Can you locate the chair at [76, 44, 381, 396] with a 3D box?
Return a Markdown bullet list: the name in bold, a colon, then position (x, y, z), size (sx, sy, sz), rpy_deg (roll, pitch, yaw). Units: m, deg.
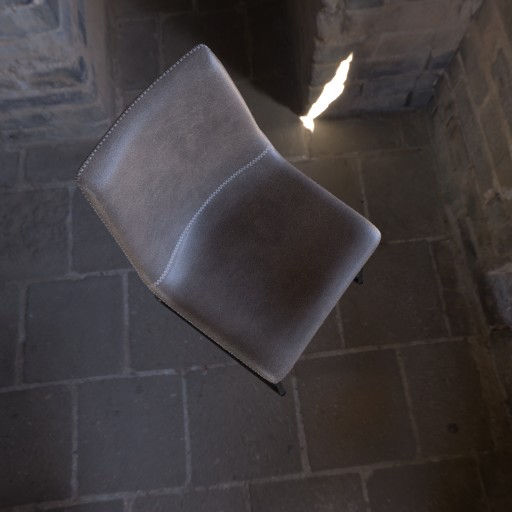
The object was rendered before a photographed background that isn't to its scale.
- **chair**: position (0.000, 0.000, 1.088), size (0.550, 0.780, 0.460), rpy_deg (36, 78, 9)
